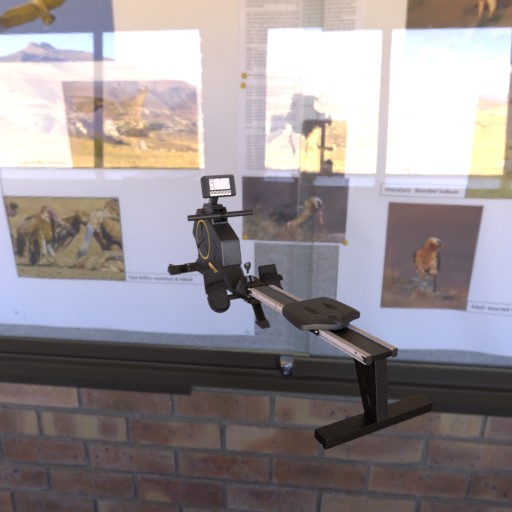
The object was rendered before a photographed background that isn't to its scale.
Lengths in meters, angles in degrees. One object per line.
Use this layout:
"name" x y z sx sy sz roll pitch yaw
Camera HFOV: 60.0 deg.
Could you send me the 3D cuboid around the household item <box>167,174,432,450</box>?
"household item" 0.000 0.000 2.573 0.521 0.810 2.251 -8 19 -25
